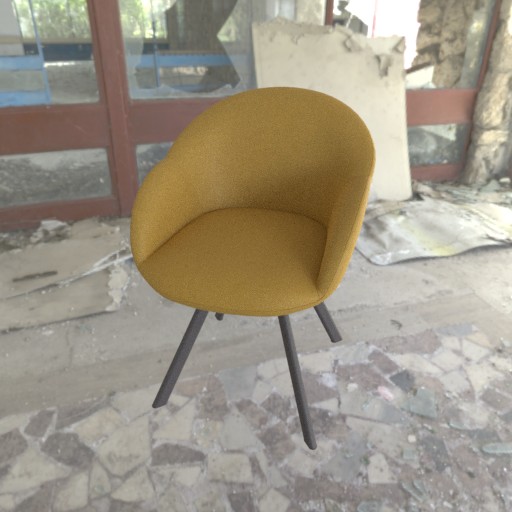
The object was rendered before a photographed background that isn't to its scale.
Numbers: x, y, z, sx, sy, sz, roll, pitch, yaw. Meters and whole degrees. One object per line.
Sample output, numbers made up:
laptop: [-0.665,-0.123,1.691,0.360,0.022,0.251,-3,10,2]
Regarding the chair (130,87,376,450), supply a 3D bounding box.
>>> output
chair: [0.000,0.000,1.190,0.551,0.793,0.583,8,28,16]
